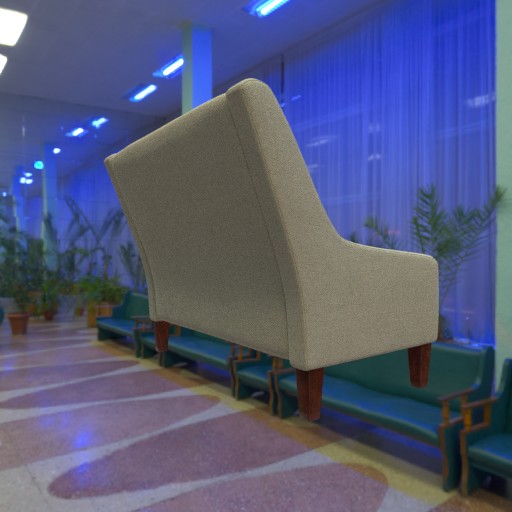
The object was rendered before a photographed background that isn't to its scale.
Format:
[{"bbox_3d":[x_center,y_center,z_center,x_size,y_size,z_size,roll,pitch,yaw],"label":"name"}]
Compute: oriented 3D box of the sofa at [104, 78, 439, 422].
[{"bbox_3d":[0.000,0.000,1.911,0.946,0.976,1.212,0,1,-35],"label":"sofa"}]
